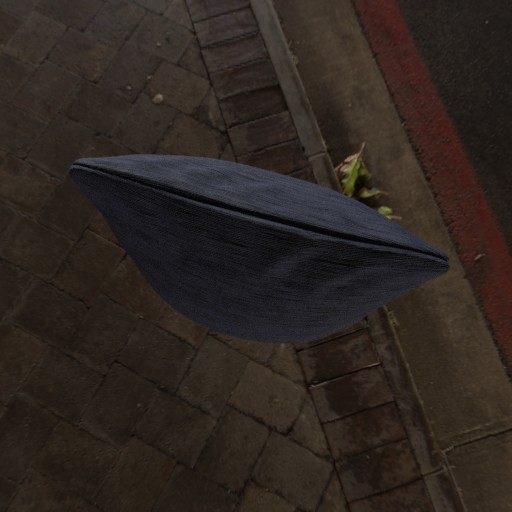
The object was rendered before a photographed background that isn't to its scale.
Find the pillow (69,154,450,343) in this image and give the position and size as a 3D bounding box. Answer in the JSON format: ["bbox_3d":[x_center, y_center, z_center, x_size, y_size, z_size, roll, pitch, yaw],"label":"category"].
[{"bbox_3d":[0.000,0.000,0.671,0.432,0.414,0.246,15,77,3],"label":"pillow"}]
